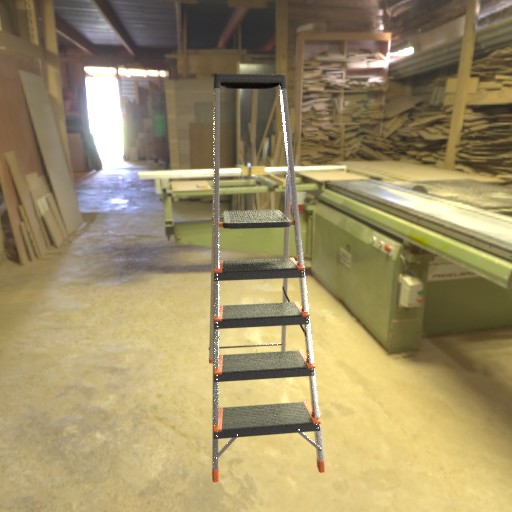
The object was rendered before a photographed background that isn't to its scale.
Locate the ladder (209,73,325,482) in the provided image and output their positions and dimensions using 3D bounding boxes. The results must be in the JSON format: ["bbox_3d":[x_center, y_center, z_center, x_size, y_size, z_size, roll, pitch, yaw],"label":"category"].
[{"bbox_3d":[0.000,0.000,2.096,0.480,1.646,0.995,-2,17,-6],"label":"ladder"}]
